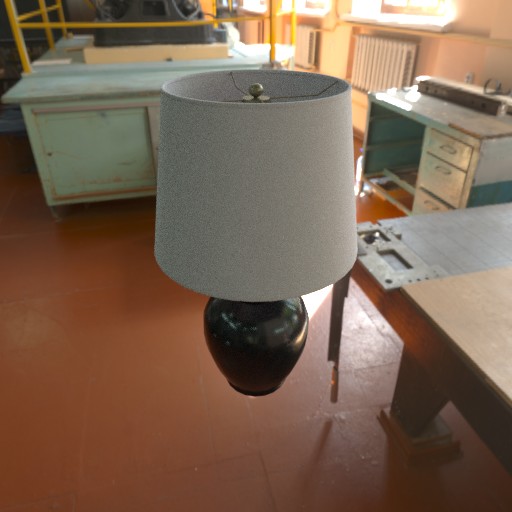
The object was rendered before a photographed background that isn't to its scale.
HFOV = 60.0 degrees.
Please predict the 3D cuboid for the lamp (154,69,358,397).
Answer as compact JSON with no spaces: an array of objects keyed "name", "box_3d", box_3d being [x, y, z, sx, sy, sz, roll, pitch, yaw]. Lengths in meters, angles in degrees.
[{"name":"lamp","box_3d":[0.000,0.000,0.543,0.239,0.399,0.239,0,31,0]}]
